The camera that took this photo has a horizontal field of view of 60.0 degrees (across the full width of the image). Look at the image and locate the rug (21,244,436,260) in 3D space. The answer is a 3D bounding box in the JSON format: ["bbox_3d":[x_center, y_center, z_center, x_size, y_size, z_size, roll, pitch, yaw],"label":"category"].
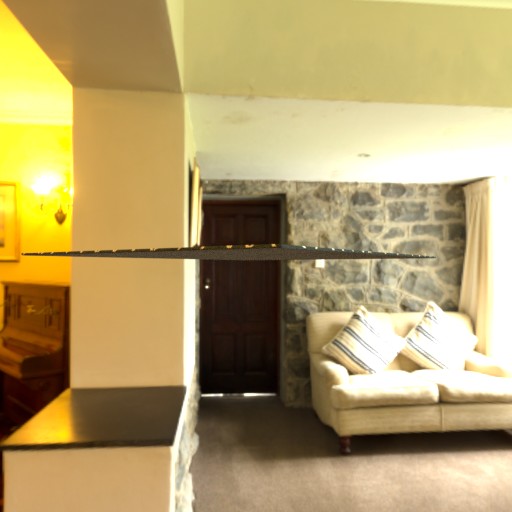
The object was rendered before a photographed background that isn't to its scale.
[{"bbox_3d":[0.000,0.000,4.055,2.439,0.022,3.047,-1,-2,35],"label":"rug"}]
